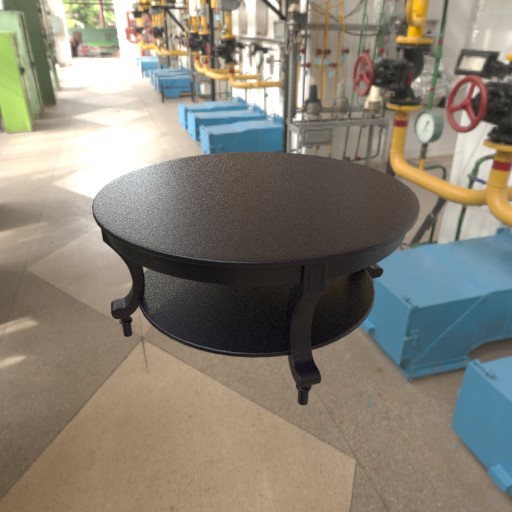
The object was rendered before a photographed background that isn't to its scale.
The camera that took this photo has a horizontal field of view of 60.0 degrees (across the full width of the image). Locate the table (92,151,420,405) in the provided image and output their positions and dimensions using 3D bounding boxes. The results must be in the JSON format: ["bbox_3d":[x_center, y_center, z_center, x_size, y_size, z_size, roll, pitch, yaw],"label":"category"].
[{"bbox_3d":[0.000,0.000,1.566,1.029,0.491,1.029,0,27,0],"label":"table"}]
